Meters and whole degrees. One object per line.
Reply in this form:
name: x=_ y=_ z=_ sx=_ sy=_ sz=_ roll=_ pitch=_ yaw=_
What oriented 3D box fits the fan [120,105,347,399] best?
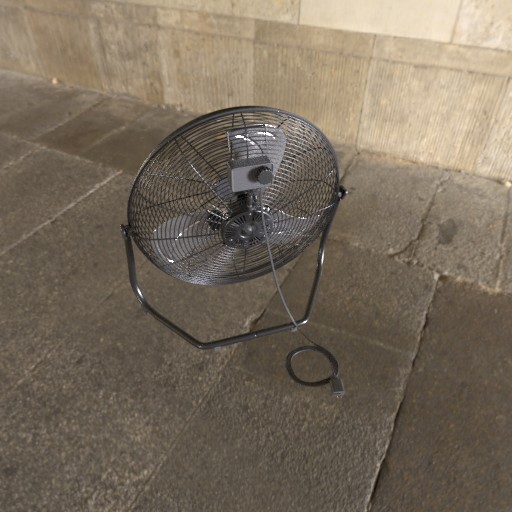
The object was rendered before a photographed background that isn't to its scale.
fan: x=0.000 y=0.000 z=1.004 sx=0.595 sy=0.605 sz=0.470 roll=-12 pitch=43 yaw=-13
